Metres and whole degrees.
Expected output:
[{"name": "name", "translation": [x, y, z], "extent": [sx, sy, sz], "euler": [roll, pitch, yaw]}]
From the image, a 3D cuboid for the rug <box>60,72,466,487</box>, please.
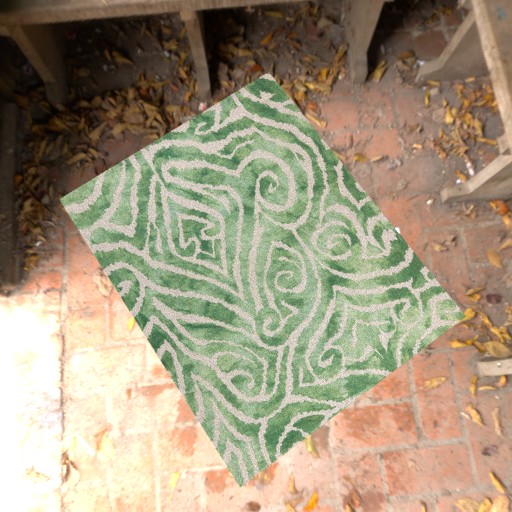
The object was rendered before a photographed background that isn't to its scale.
[{"name": "rug", "translation": [0.000, 0.000, 4.082], "extent": [2.436, 0.007, 3.045], "euler": [-34, 78, -8]}]
